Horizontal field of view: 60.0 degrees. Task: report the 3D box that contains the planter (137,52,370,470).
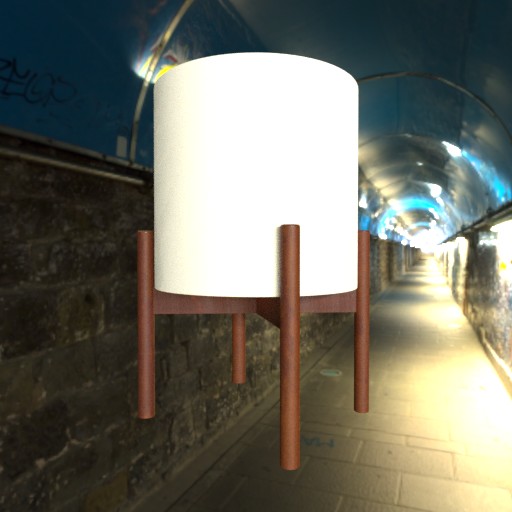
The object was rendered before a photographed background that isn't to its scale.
[{"bbox_3d":[0.000,0.000,0.934,0.417,0.670,0.417,1,1,37],"label":"planter"}]
